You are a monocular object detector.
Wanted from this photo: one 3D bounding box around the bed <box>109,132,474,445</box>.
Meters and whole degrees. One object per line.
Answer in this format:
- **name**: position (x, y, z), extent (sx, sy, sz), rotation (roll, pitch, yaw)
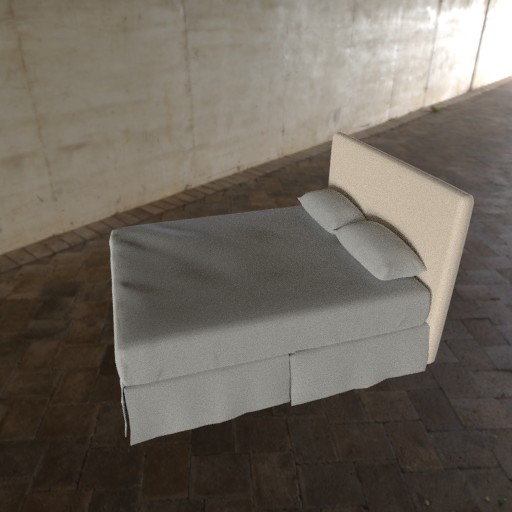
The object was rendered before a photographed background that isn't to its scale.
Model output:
- **bed**: position (0.000, 0.000, 3.263), extent (2.142, 1.330, 1.748), rotation (-8, 30, -15)
